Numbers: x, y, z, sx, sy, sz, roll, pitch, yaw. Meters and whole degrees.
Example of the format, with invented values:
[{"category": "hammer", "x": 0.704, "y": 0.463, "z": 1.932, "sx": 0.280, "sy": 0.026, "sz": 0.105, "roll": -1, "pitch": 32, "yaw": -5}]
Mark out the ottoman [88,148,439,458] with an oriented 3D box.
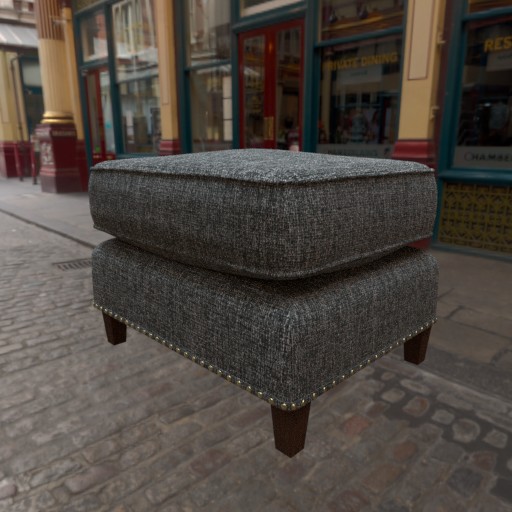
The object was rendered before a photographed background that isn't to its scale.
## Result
[{"category": "ottoman", "x": 0.000, "y": 0.000, "z": 1.140, "sx": 0.589, "sy": 0.537, "sz": 0.738, "roll": -13, "pitch": 19, "yaw": -43}]
